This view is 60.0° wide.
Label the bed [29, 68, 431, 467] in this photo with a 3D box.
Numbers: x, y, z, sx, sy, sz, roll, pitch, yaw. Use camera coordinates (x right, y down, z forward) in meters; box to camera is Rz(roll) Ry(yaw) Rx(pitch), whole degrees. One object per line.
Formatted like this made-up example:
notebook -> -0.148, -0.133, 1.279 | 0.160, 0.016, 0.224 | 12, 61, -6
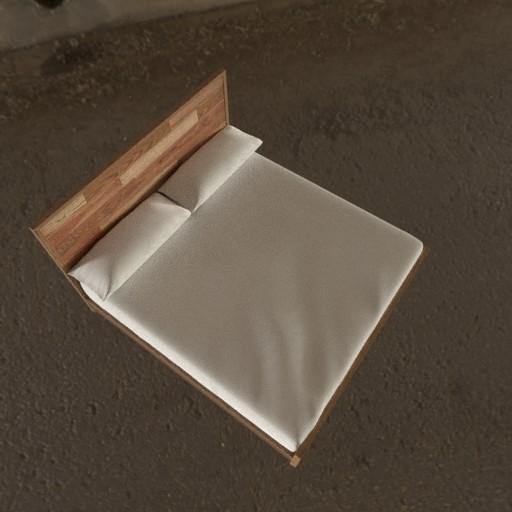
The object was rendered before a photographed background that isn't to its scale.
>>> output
bed -> 0.000, 0.000, 3.512 | 2.184, 1.295, 2.013 | 32, 64, 18
